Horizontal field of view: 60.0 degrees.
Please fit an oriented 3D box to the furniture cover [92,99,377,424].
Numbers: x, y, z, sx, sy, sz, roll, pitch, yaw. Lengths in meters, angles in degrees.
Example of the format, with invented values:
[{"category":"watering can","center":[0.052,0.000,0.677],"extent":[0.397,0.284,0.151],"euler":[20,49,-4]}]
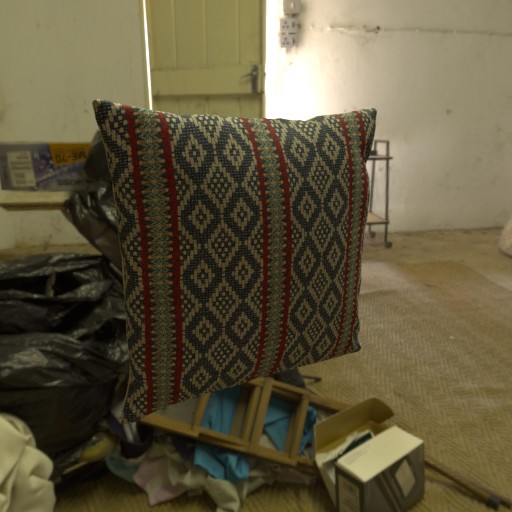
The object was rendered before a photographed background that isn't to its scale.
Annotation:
[{"category":"furniture cover","center":[0.000,0.000,0.661],"extent":[0.431,0.431,0.139],"euler":[-9,19,-28]}]
